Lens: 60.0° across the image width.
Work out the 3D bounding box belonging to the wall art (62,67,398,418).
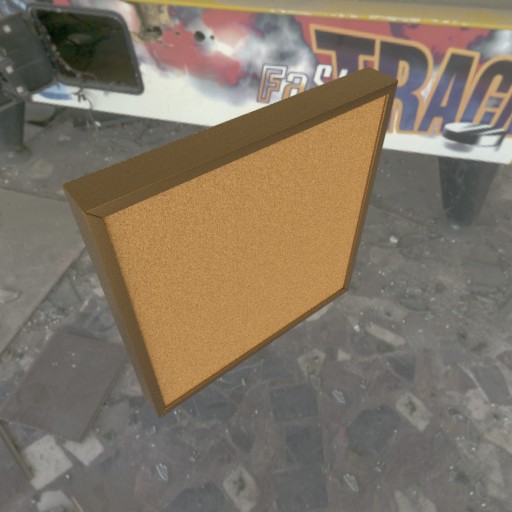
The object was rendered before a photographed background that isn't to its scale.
[{"bbox_3d":[0.000,0.000,0.464,0.305,0.305,0.037,-29,53,-25],"label":"wall art"}]
